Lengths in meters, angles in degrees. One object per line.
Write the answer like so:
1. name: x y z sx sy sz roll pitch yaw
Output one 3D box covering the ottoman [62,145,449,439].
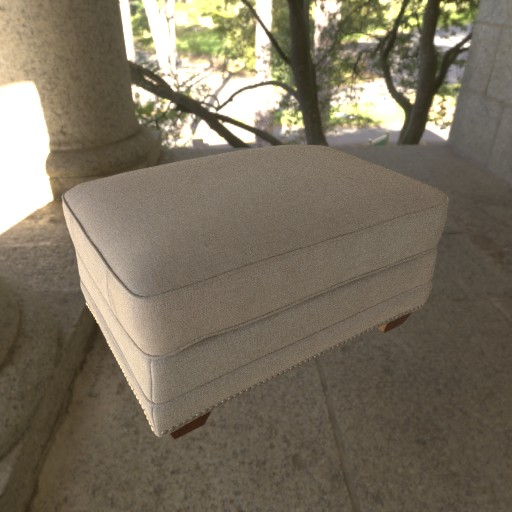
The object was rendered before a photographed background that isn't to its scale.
1. ottoman: 0.000 0.000 1.151 0.813 0.458 0.559 -18 35 -28
